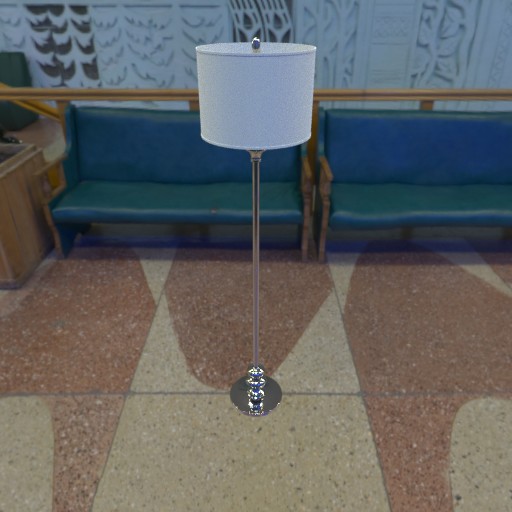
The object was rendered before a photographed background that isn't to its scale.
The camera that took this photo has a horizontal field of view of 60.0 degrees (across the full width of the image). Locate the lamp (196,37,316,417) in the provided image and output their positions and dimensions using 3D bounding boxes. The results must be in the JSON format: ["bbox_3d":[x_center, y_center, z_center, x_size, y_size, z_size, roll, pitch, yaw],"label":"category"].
[{"bbox_3d":[0.000,0.000,1.677,0.356,1.487,0.356,1,30,2],"label":"lamp"}]
